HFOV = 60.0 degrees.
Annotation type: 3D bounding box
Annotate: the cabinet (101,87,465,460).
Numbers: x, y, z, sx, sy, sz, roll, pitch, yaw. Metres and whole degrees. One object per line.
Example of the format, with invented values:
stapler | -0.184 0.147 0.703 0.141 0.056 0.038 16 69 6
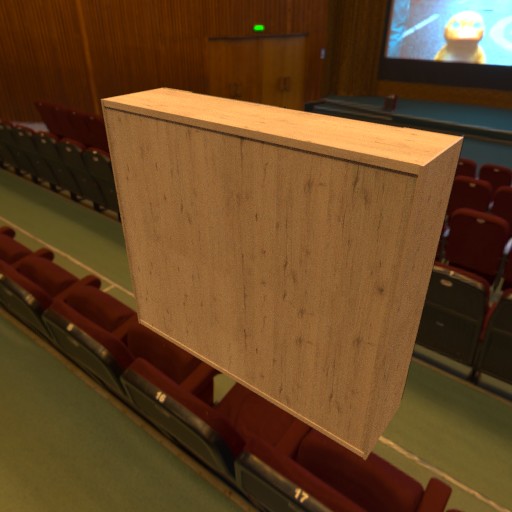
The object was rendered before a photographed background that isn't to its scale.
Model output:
cabinet | 0.000 0.000 3.504 2.500 2.180 0.660 22 37 32
